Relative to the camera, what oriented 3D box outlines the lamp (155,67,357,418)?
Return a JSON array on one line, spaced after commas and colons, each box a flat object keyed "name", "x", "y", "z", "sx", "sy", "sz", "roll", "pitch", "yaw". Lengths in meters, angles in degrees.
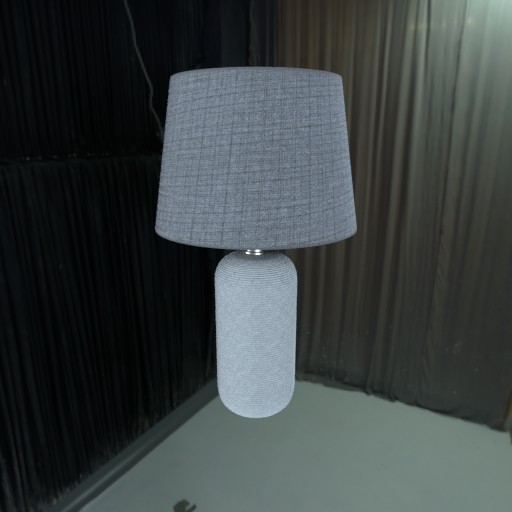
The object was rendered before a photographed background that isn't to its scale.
[{"name": "lamp", "x": 0.000, "y": 0.000, "z": 0.576, "sx": 0.251, "sy": 0.429, "sz": 0.251, "roll": 0, "pitch": 15, "yaw": 0}]
